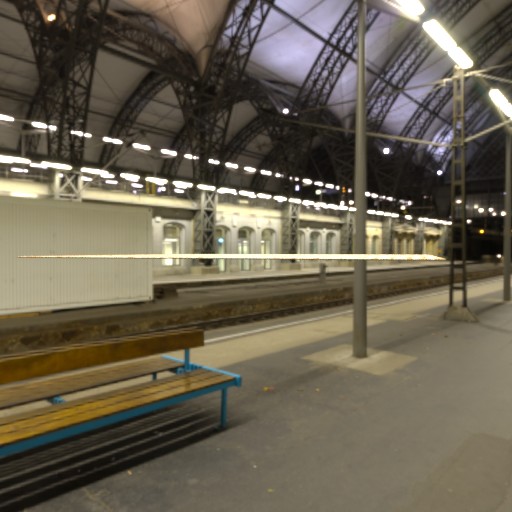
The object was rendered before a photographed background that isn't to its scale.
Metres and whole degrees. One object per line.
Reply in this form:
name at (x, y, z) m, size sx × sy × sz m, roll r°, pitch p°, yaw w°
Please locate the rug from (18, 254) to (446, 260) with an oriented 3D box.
rug at (0.000, 0.000, 4.056) m, size 3.050 × 0.011 × 2.441 m, roll 0°, pitch 1°, yaw 20°
